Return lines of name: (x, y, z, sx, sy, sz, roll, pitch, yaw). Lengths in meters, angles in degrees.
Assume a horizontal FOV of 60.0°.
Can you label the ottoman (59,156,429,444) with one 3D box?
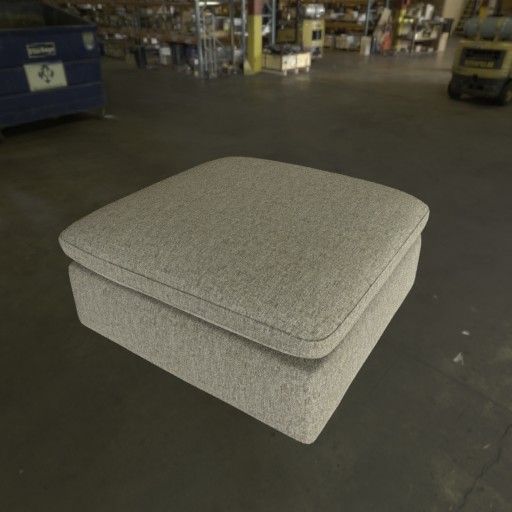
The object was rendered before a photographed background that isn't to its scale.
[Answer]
ottoman: (0.000, 0.000, 1.717, 1.039, 0.526, 1.035, 18, 35, 28)
